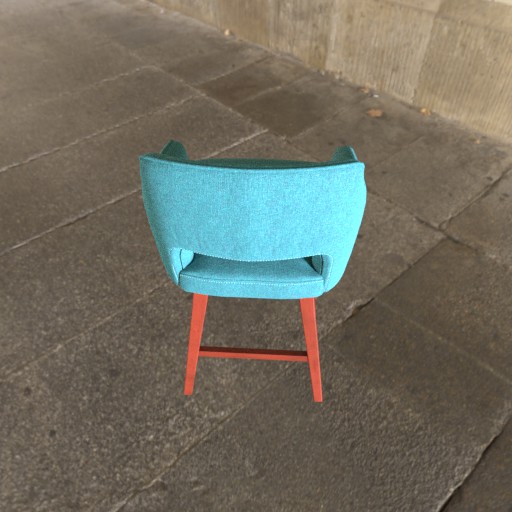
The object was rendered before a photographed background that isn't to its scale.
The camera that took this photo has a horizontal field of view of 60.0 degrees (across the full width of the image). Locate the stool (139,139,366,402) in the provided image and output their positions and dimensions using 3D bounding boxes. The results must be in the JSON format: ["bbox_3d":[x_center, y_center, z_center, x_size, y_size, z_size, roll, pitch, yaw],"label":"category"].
[{"bbox_3d":[0.000,0.000,1.321,0.548,0.961,0.556,2,45,2],"label":"stool"}]
